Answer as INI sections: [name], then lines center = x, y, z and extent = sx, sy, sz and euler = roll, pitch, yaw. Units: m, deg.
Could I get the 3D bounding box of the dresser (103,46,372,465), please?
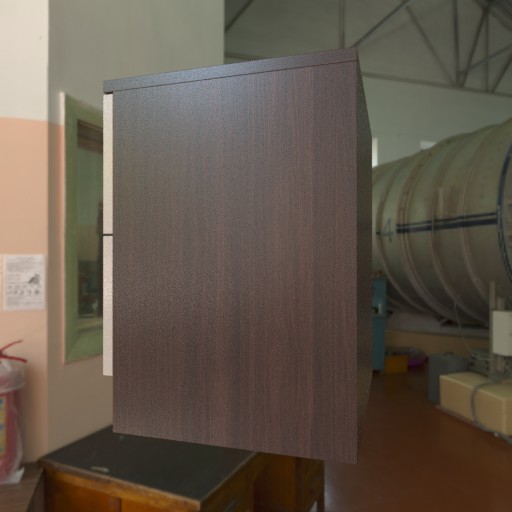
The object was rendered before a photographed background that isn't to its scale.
[dresser]
center = 0.000, 0.000, 0.742
extent = 0.360, 0.470, 0.400
euler = 0, 0, 17
